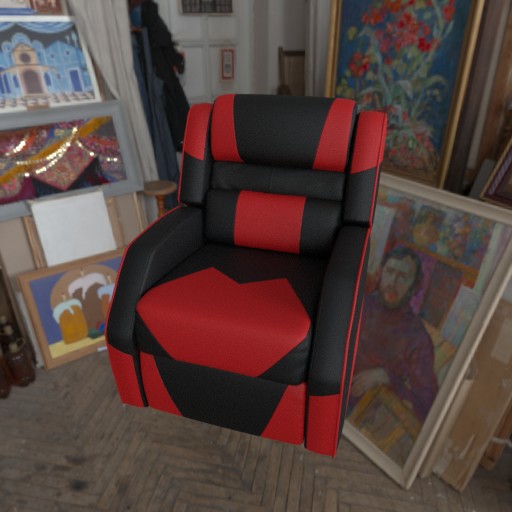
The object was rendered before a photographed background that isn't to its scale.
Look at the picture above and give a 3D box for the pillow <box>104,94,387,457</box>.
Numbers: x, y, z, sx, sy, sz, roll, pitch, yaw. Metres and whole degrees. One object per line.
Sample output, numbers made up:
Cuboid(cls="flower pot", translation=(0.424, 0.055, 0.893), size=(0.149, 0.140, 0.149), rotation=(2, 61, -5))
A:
Cuboid(cls="pillow", translation=(0.000, 0.000, 1.276), size=(0.620, 0.805, 0.672), rotation=(8, 28, 15))
